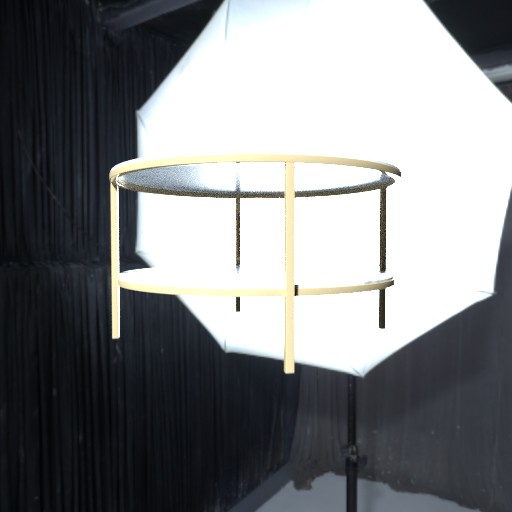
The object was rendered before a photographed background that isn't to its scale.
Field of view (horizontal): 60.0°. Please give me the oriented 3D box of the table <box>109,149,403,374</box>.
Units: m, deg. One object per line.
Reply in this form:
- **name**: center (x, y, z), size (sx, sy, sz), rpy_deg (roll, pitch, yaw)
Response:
- **table**: center (0.000, 0.000, 1.282), size (0.800, 0.450, 0.800), rpy_deg (0, 2, 0)
